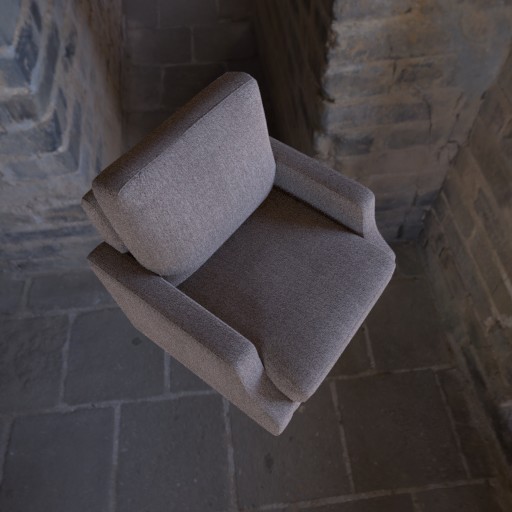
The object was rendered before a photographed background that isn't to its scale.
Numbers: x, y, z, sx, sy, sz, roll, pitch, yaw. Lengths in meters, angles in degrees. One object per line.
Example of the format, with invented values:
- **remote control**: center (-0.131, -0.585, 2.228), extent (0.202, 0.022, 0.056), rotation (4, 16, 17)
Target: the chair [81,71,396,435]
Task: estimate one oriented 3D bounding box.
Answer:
- **chair**: center (0.000, 0.000, 1.658), extent (0.897, 0.993, 0.855), rotation (33, 64, 18)
